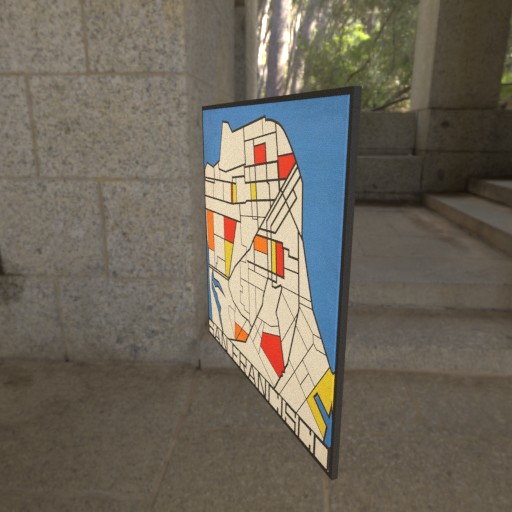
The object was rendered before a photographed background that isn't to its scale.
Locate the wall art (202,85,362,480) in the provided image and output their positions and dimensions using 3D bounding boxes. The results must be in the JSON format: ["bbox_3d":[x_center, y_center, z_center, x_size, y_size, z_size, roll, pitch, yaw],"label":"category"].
[{"bbox_3d":[0.000,0.000,0.993,0.015,0.663,0.664,-7,18,-24],"label":"wall art"}]
